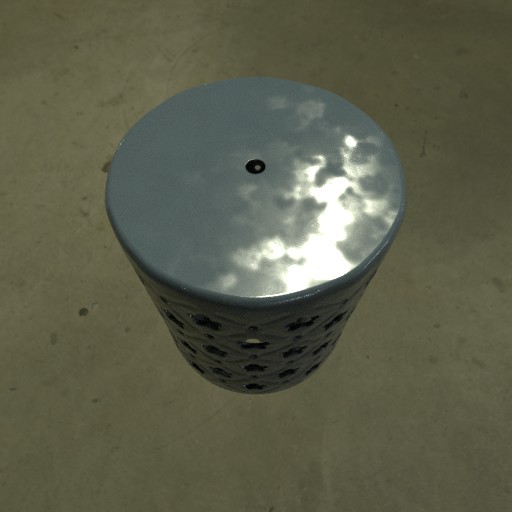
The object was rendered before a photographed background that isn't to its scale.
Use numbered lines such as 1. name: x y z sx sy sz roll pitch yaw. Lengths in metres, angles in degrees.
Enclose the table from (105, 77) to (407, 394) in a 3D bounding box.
1. table: 0.000 0.000 0.675 0.352 0.387 0.352 0 58 0
